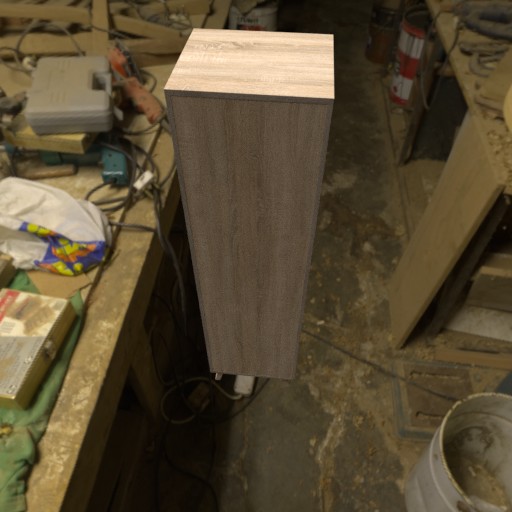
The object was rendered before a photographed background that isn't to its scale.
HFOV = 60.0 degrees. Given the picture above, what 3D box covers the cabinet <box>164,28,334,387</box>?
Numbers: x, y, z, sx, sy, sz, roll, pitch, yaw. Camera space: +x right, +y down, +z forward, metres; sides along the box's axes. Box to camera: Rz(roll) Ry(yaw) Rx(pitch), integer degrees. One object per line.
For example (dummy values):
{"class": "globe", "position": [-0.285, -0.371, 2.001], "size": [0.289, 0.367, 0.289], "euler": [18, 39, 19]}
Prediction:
{"class": "cabinet", "position": [0.000, 0.000, 2.198], "size": [0.510, 1.960, 0.450], "euler": [5, 49, 4]}
